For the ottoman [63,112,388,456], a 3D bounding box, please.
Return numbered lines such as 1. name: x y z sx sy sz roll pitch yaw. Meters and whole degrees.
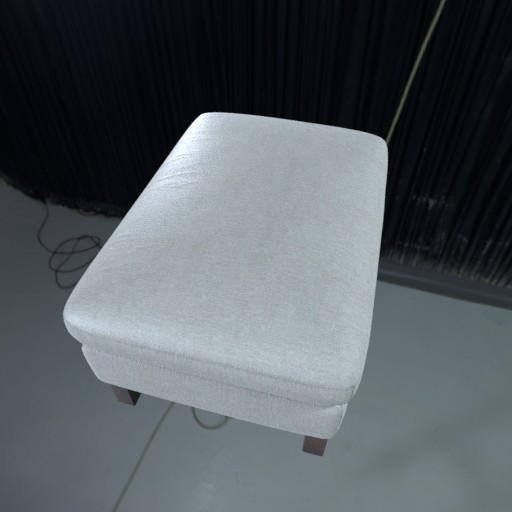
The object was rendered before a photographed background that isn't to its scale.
1. ottoman: 0.000 0.000 1.037 0.528 0.404 0.735 11 47 10
